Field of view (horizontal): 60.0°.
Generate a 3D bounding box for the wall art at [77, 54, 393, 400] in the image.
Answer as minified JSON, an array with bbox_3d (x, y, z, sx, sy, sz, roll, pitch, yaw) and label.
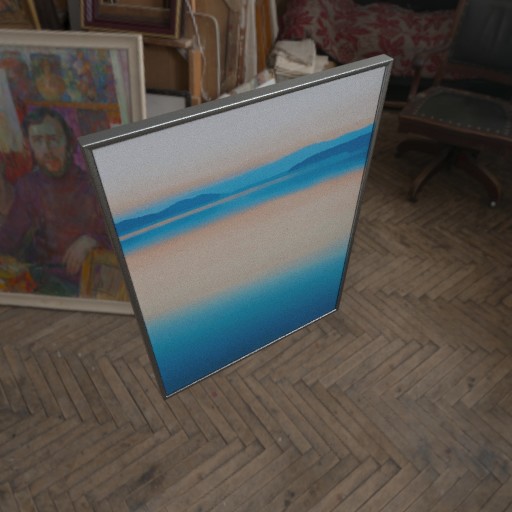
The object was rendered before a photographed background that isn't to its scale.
[{"bbox_3d":[0.000,0.000,1.384,0.801,1.062,0.037,-23,50,-21],"label":"wall art"}]
